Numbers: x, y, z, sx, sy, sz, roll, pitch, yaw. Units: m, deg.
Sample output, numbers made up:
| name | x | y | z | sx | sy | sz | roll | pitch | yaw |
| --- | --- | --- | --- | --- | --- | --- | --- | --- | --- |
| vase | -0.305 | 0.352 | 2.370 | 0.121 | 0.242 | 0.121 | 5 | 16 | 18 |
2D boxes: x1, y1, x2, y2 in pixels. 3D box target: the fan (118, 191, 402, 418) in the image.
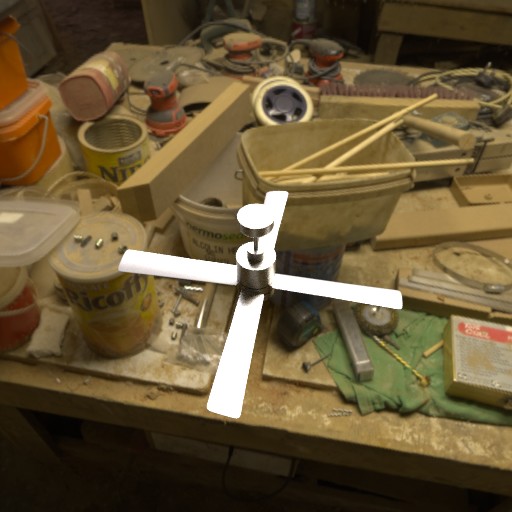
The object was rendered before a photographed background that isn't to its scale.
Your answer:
| name | x | y | z | sx | sy | sz | roll | pitch | yaw |
| --- | --- | --- | --- | --- | --- | --- | --- | --- | --- |
| fan | 0.000 | 0.000 | 2.246 | 1.525 | 0.539 | 1.525 | 8 | 47 | 8 |
